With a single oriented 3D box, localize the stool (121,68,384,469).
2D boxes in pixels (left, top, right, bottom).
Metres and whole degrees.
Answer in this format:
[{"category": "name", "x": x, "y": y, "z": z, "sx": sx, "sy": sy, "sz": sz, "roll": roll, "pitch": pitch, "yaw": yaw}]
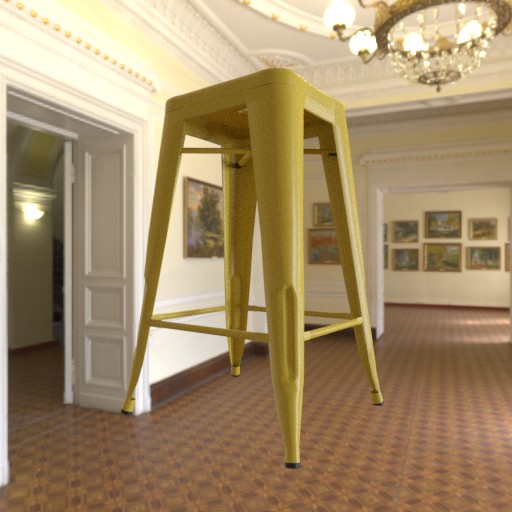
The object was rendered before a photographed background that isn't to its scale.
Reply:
[{"category": "stool", "x": 0.000, "y": 0.000, "z": 0.882, "sx": 0.399, "sy": 0.609, "sz": 0.359, "roll": 0, "pitch": 0, "yaw": 36}]
